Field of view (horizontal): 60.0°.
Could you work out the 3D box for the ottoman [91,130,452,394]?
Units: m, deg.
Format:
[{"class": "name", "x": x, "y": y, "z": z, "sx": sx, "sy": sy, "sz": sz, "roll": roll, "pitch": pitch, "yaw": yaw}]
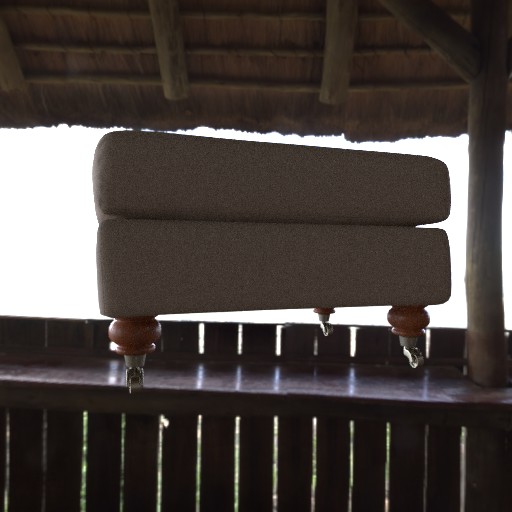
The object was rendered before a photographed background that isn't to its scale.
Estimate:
[{"class": "ottoman", "x": 0.000, "y": 0.000, "z": 1.125, "sx": 0.773, "sy": 0.497, "sz": 0.574, "roll": 0, "pitch": 0, "yaw": -18}]
